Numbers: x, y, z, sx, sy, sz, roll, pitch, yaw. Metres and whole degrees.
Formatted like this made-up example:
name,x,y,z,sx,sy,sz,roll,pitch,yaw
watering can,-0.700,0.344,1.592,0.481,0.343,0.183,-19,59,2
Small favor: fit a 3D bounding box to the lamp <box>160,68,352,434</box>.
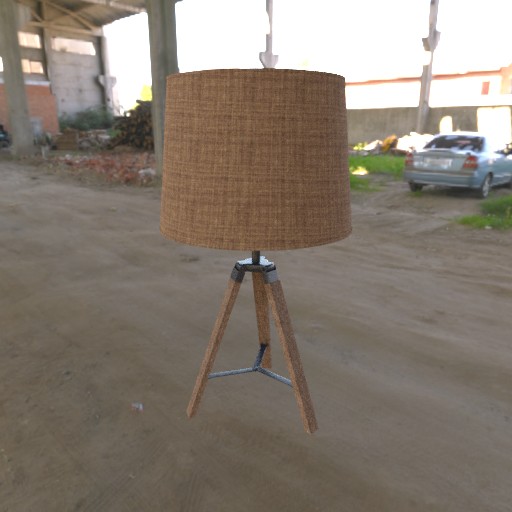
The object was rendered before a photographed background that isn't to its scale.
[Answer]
name,x,y,z,sx,sy,sz,roll,pitch,yaw
lamp,0.000,0.000,0.693,0.290,0.514,0.290,0,16,0
